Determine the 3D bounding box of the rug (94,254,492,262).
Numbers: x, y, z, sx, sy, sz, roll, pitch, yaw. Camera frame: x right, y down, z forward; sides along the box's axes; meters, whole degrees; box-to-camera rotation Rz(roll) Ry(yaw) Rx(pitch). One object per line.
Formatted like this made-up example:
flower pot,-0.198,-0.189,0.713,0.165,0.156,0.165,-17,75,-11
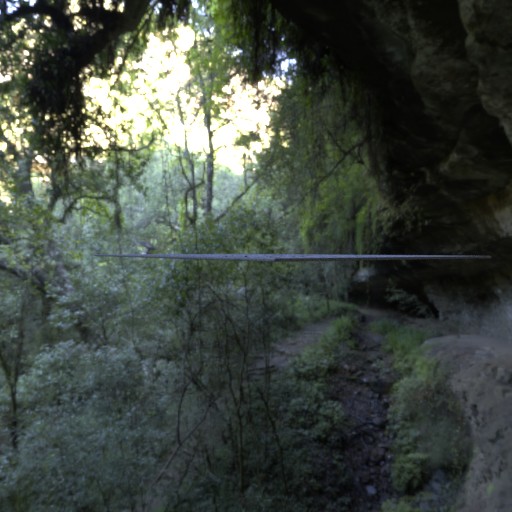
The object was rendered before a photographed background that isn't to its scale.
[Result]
rug,0.000,0.000,3.053,1.526,0.012,2.444,0,1,-35
